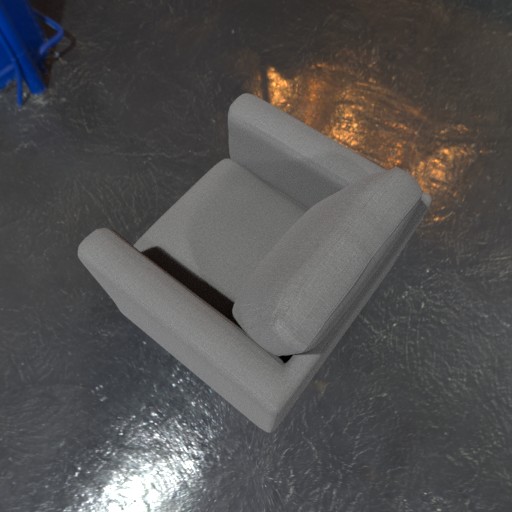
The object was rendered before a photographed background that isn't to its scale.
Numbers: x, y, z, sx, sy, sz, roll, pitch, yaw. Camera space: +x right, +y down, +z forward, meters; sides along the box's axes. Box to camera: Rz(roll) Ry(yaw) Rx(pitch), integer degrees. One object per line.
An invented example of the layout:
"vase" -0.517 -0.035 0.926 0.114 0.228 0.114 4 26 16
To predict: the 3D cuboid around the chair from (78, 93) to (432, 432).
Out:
"chair" 0.000 0.000 1.584 0.800 0.927 0.854 35 69 16
